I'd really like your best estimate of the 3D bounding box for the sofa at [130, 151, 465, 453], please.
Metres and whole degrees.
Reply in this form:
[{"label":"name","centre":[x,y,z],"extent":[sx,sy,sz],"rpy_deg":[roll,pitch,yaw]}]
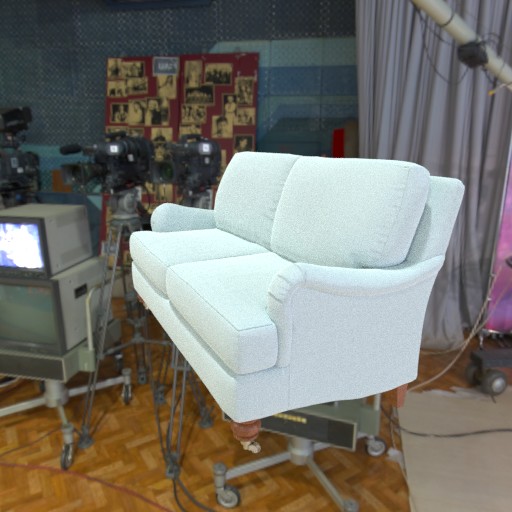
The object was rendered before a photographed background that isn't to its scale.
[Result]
[{"label":"sofa","centre":[0.000,0.000,2.489],"extent":[1.084,1.101,1.853],"rpy_deg":[-7,17,-26]}]
